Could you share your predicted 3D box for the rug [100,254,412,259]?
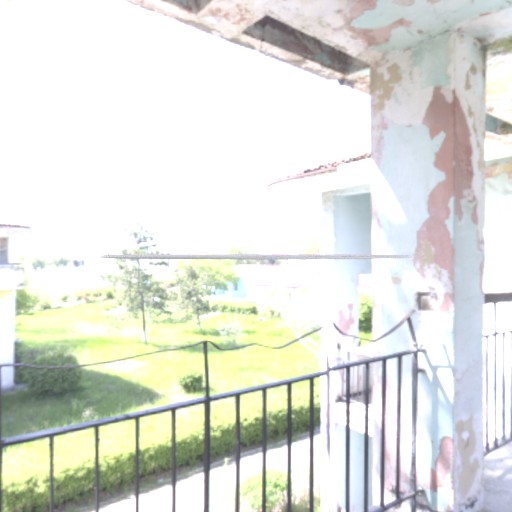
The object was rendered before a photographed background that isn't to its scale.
[{"bbox_3d":[0.000,0.000,2.403,1.593,0.012,1.593,0,0,0],"label":"rug"}]
